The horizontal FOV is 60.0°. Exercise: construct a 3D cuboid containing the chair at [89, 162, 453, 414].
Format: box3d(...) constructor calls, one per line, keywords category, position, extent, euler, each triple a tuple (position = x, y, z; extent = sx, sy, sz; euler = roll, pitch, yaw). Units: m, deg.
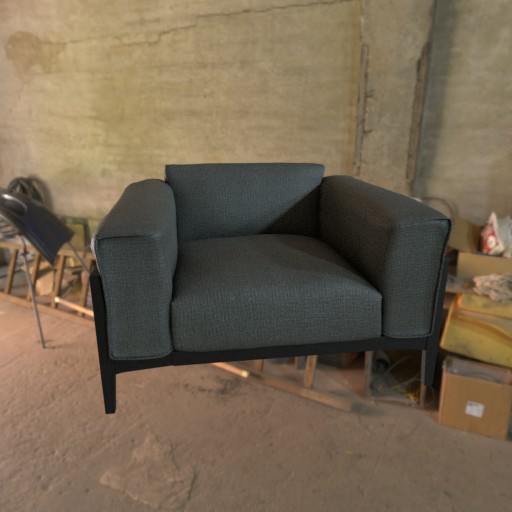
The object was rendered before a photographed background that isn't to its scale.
box3d(category="chair", position=(0.000, 0.000, 1.712), extent=(1.056, 0.646, 0.969), euler=(-3, 18, -8))
